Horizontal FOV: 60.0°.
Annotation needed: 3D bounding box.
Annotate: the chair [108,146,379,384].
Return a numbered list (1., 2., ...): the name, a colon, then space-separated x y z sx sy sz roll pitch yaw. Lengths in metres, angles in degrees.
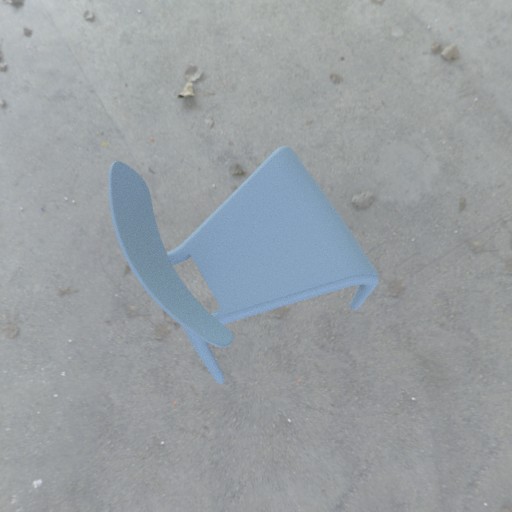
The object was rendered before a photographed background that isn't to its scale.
1. chair: 0.000 0.000 0.848 0.401 0.580 0.356 -30 76 -8
